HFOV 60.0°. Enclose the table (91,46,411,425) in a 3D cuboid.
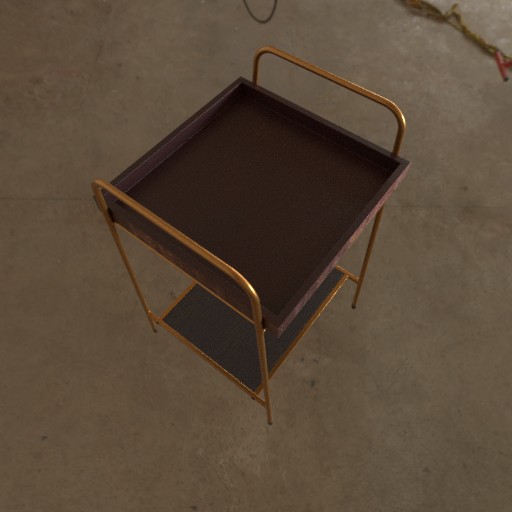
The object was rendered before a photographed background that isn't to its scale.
[{"bbox_3d":[0.000,0.000,1.003,0.430,0.710,0.430,33,64,19],"label":"table"}]
